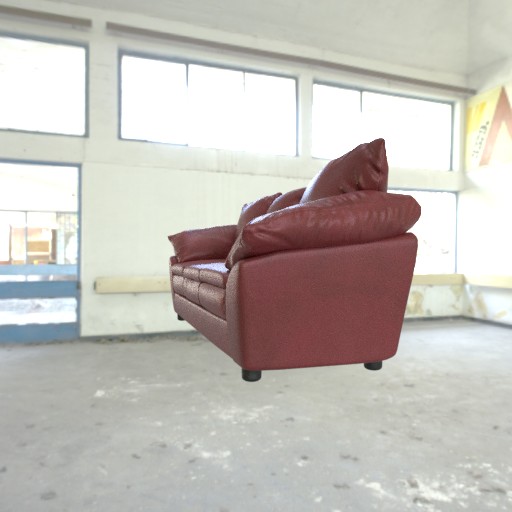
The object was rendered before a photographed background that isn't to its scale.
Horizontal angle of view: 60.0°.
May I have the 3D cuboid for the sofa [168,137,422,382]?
[{"bbox_3d":[0.000,0.000,2.931,0.907,1.091,2.390,0,0,-18],"label":"sofa"}]
